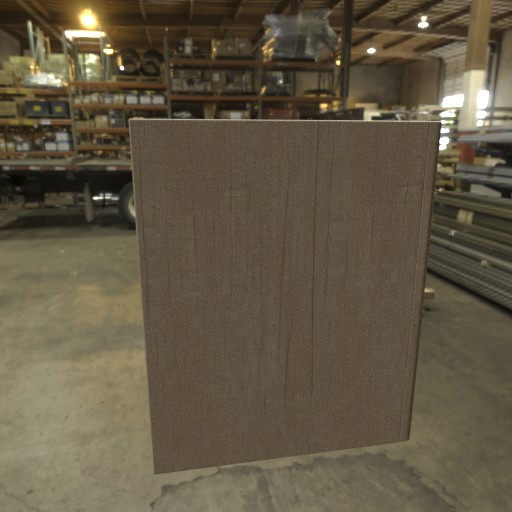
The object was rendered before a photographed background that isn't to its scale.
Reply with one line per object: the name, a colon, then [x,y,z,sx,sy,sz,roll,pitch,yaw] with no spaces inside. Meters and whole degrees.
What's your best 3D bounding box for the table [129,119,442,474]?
table: [0.000,0.000,0.906,0.420,0.510,0.570,-3,15,-10]
